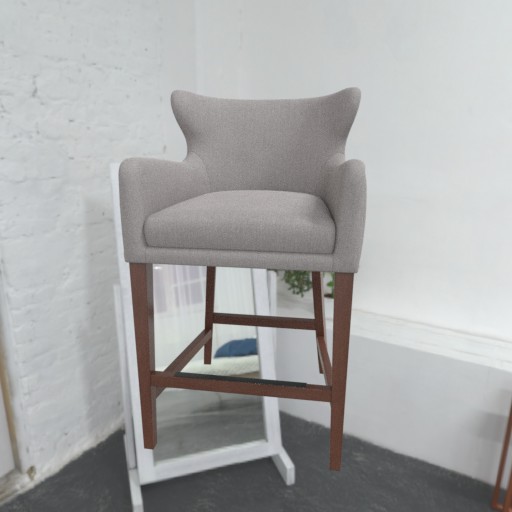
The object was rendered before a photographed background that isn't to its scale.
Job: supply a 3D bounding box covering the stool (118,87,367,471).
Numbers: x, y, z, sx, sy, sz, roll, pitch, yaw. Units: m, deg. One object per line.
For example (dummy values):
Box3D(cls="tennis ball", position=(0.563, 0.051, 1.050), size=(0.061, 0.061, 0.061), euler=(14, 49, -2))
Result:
Box3D(cls="stool", position=(0.000, 0.000, 1.302), size=(0.575, 0.951, 0.575), euler=(2, 16, 9))
